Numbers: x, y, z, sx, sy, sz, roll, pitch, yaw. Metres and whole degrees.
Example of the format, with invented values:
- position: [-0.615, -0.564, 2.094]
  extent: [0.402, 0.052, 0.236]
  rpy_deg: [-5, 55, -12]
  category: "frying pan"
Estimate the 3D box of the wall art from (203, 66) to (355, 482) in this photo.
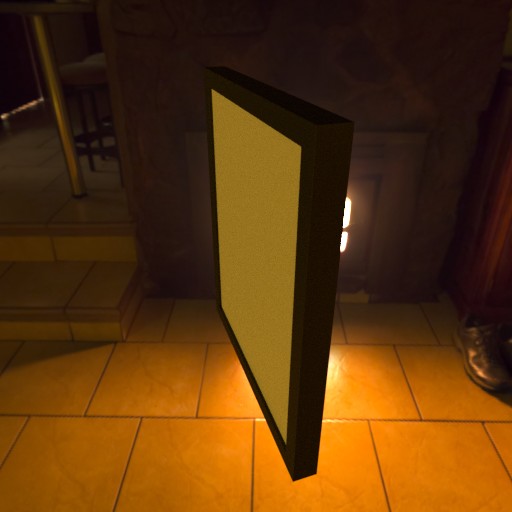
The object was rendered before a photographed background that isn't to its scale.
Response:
- position: [0.000, 0.000, 0.526]
  extent: [0.029, 0.381, 0.330]
  rpy_deg: [-10, 31, -16]
  category: "wall art"
